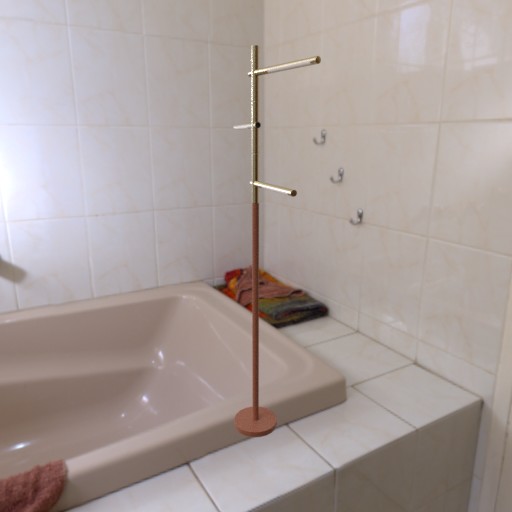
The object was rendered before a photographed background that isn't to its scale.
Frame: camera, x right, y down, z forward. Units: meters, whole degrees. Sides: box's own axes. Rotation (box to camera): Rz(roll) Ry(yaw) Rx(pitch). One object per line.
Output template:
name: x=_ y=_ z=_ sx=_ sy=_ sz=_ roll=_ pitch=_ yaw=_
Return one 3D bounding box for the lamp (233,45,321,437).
lamp: x=0.000 y=0.000 z=1.955 sx=0.209 sy=1.704 sz=0.737 roll=-8 pitch=17 yaw=-28
